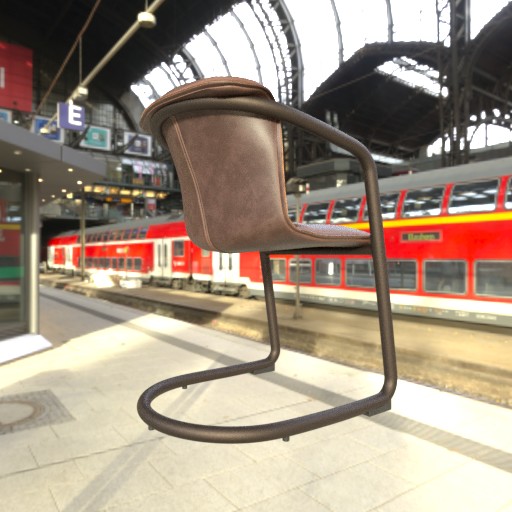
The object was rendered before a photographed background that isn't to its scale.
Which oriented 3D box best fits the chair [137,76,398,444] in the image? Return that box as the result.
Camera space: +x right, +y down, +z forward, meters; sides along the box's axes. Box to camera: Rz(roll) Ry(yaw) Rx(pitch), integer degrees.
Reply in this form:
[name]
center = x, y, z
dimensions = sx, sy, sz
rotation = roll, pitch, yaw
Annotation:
[chair]
center = 0.000, 0.000, 1.258
dimensions = 0.664, 0.836, 0.536
rotation = 0, 0, -37
